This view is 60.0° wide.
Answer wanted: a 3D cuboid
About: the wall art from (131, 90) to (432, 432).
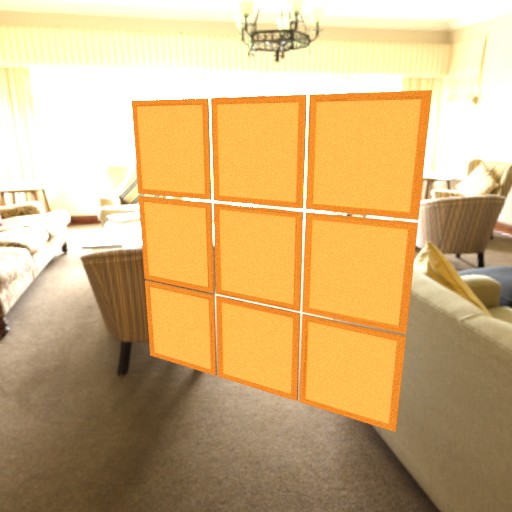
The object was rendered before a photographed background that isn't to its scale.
[{"bbox_3d":[0.000,0.000,2.242,1.517,1.523,0.013,9,19,27],"label":"wall art"}]
